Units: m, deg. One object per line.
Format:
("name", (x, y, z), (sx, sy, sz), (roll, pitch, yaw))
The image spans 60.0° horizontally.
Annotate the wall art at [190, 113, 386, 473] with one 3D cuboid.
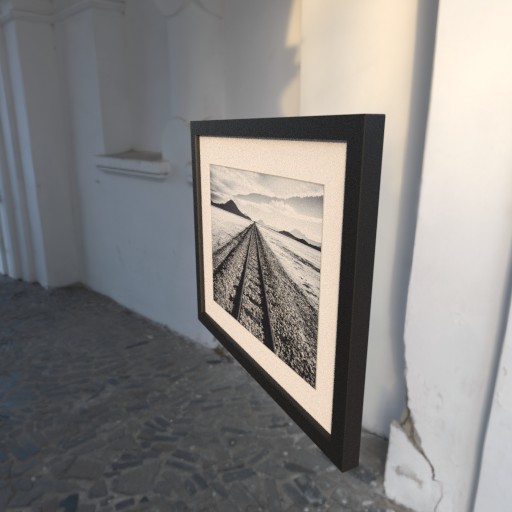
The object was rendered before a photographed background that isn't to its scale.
("wall art", (0.000, 0.000, 0.773), (0.029, 0.458, 0.559), (-8, 18, -26))
